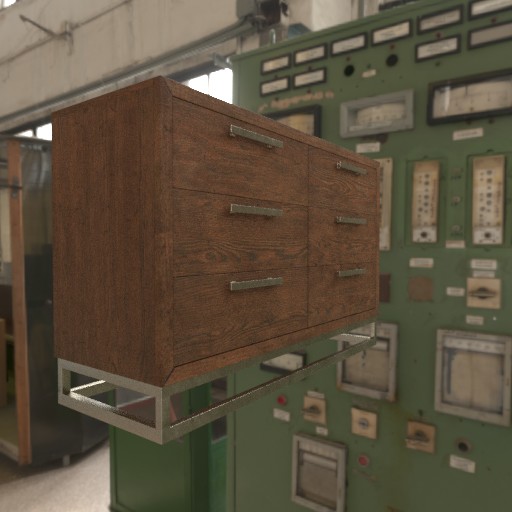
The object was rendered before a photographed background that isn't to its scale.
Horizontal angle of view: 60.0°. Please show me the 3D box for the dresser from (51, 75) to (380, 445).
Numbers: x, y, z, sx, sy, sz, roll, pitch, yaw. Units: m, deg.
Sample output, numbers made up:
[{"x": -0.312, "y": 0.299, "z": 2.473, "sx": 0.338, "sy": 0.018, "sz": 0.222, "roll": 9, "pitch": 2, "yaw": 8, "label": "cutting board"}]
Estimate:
[{"x": 0.000, "y": 0.000, "z": 2.088, "sx": 0.623, "sy": 1.061, "sz": 1.646, "roll": 1, "pitch": 2, "yaw": 37, "label": "dresser"}]
